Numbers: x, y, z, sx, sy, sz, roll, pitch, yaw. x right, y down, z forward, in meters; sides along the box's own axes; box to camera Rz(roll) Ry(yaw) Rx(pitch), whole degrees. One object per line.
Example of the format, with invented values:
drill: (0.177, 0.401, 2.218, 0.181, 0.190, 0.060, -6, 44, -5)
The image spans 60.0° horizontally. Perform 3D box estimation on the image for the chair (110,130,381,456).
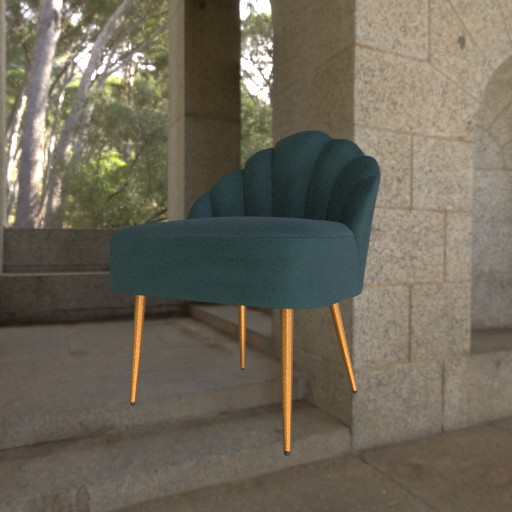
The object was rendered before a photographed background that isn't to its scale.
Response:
chair: (0.000, 0.000, 1.257, 0.657, 0.819, 0.599, 1, 2, 36)
